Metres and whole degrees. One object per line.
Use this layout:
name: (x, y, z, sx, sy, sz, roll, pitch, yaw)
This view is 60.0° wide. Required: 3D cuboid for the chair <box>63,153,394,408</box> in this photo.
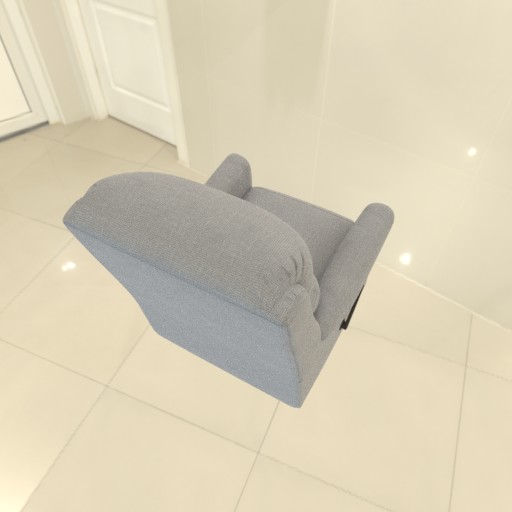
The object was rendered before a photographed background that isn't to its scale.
chair: (0.000, 0.000, 1.773, 0.838, 1.054, 1.014, 23, 52, 20)
